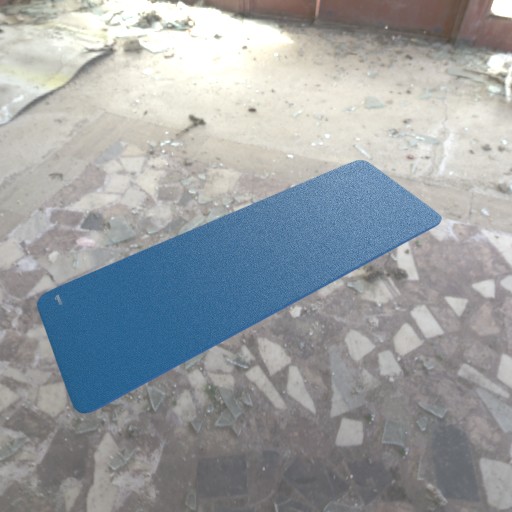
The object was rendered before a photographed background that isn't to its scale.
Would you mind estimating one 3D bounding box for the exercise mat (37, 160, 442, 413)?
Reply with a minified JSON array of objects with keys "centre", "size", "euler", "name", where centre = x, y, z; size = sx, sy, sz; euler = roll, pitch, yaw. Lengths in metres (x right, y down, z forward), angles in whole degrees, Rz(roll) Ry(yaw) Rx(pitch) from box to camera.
[{"centre":[0.000,0.000,2.054],"size":[1.869,0.021,0.616],"euler":[-25,53,-21],"name":"exercise mat"}]
